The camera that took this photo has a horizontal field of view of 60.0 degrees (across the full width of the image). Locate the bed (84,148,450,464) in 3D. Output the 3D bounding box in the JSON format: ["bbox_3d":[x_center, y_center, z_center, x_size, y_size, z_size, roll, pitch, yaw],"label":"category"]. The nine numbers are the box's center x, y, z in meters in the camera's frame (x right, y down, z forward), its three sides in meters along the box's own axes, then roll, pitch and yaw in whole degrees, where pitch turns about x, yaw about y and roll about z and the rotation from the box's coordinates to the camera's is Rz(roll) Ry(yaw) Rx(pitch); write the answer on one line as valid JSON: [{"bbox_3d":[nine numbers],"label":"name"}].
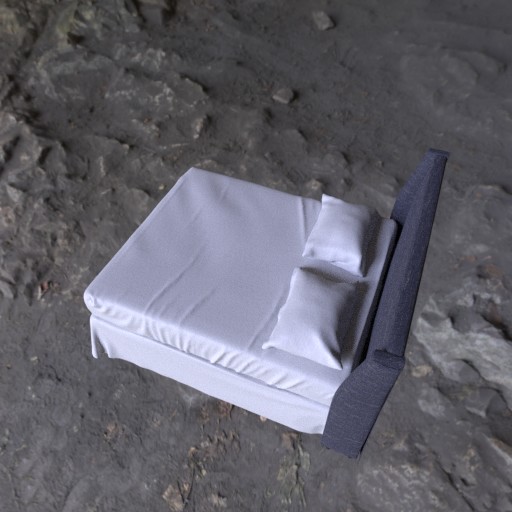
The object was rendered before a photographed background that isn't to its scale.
[{"bbox_3d":[0.000,0.000,3.385,2.276,1.332,1.925,17,50,15],"label":"bed"}]
